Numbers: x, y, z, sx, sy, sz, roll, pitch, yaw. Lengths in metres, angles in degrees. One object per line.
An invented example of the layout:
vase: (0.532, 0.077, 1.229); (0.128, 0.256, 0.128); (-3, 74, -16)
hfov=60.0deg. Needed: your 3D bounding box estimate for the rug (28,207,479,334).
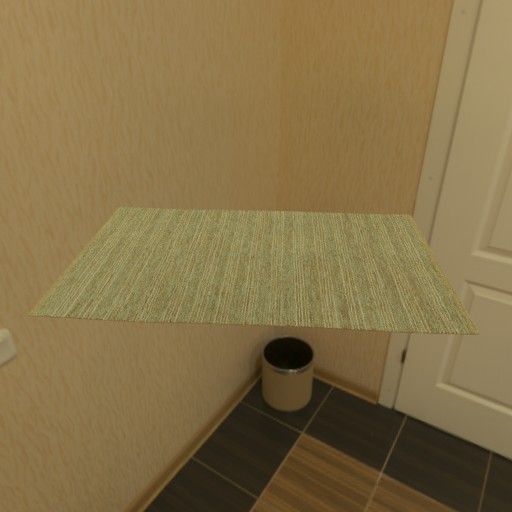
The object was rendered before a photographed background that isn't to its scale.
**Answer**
rug: (0.000, 0.000, 3.049); (2.448, 0.012, 1.540); (2, 29, 3)
